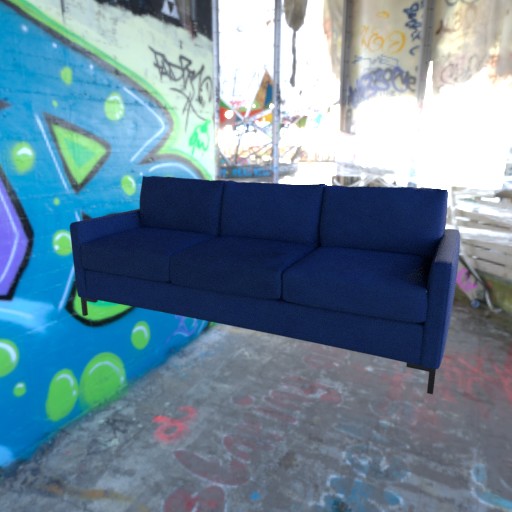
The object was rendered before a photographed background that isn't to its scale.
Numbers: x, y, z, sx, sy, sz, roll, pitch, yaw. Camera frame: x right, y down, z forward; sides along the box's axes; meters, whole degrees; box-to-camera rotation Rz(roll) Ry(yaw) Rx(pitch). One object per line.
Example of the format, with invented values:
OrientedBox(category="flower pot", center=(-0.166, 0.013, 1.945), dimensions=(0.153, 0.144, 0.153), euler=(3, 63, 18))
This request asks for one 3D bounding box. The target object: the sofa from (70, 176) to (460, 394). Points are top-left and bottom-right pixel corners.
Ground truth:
OrientedBox(category="sofa", center=(0.000, 0.000, 2.721), dimensions=(2.252, 0.879, 0.875), euler=(7, 16, 25))
